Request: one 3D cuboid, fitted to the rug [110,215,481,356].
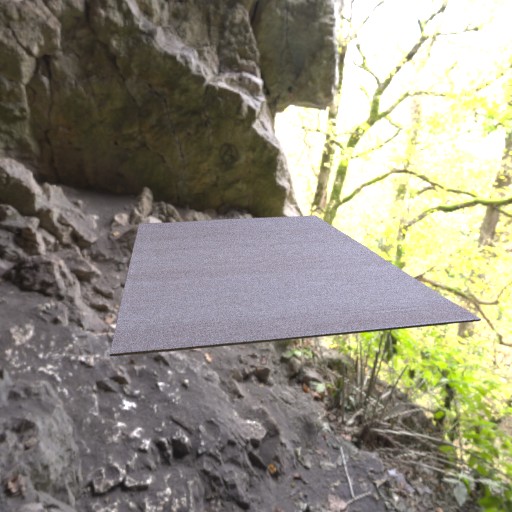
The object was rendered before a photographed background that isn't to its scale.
[{"bbox_3d":[0.000,0.000,2.888,1.596,0.030,2.283,-3,17,-11],"label":"rug"}]
